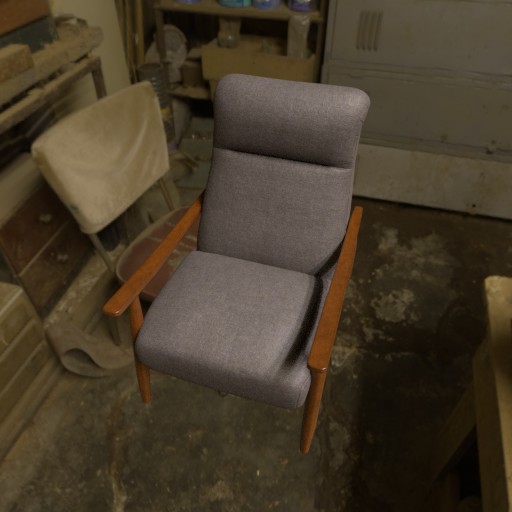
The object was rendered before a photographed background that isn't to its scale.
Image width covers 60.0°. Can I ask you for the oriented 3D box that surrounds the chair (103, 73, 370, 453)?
[{"bbox_3d":[0.000,0.000,1.803,0.762,1.081,1.014,12,44,13],"label":"chair"}]
